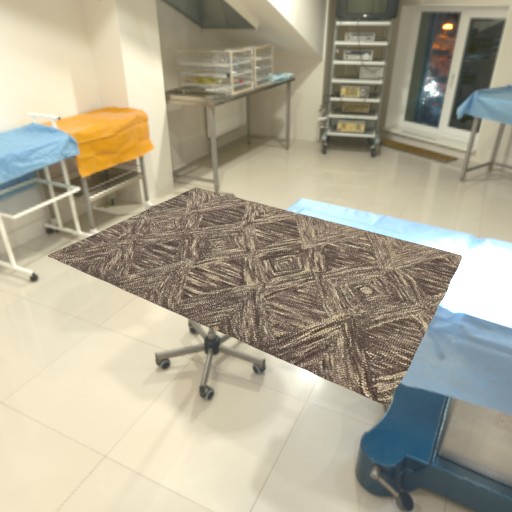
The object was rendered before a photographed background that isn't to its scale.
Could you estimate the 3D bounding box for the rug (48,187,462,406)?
[{"bbox_3d":[0.000,0.000,2.303,1.814,0.012,1.186,18,34,28],"label":"rug"}]
